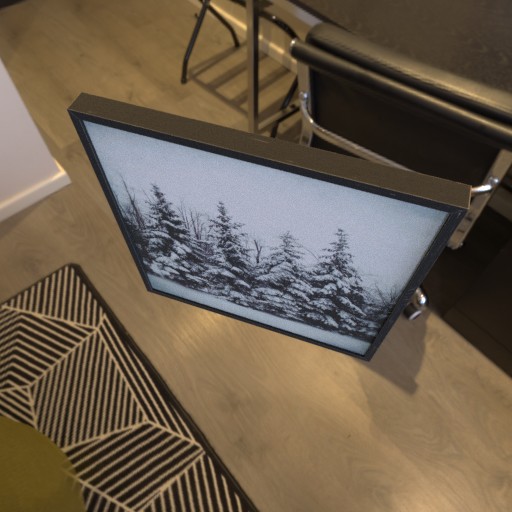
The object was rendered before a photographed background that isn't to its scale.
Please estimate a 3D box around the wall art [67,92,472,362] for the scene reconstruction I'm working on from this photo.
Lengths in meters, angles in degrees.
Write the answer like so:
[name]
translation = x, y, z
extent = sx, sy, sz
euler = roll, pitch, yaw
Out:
[wall art]
translation = 0.000, 0.000, 0.752
extent = 0.506, 0.506, 0.036
euler = 16, 59, 10
